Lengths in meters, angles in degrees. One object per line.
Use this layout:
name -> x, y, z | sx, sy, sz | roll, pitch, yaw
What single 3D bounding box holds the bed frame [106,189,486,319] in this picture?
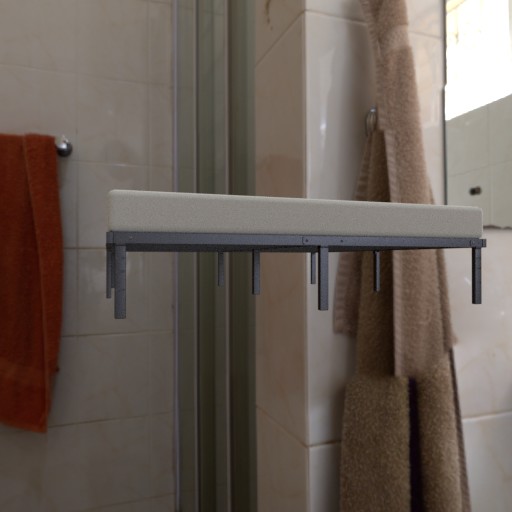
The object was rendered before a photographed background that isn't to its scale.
bed frame -> 0.000, 0.000, 3.934 | 2.526, 0.680, 2.635 | 0, 0, -18
